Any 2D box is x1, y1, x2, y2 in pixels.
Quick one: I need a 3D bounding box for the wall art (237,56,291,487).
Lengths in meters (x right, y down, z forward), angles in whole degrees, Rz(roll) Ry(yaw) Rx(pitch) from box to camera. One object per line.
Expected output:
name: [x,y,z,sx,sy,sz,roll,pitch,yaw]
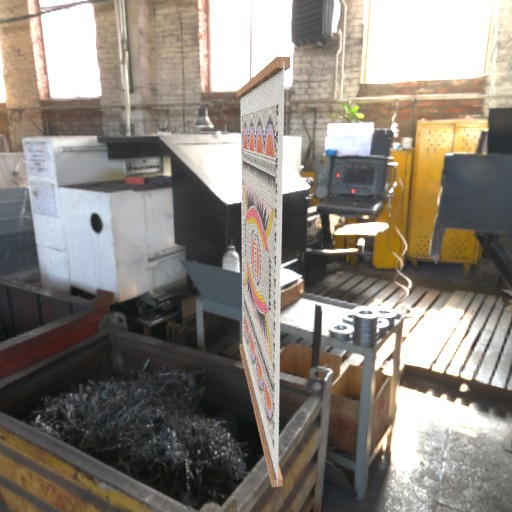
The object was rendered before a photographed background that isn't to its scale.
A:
wall art: [0.000,0.000,1.360,0.028,1.016,0.765,-2,16,-8]
